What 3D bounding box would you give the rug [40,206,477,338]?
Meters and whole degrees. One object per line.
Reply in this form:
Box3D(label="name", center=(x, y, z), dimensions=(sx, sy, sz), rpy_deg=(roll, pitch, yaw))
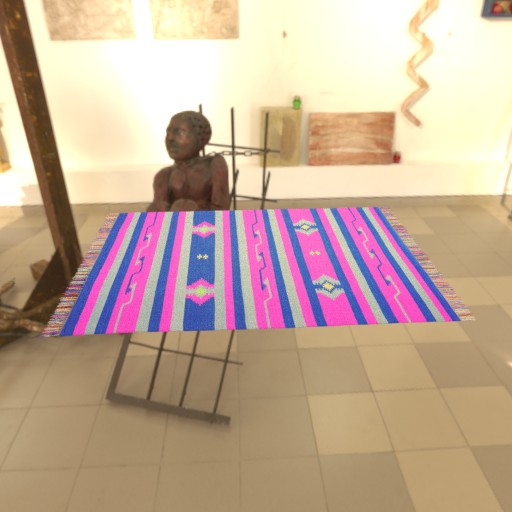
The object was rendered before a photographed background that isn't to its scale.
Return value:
Box3D(label="rug", center=(0.000, 0.000, 3.010), dimensions=(2.350, 0.013, 1.539), rpy_deg=(-2, 30, -3))
